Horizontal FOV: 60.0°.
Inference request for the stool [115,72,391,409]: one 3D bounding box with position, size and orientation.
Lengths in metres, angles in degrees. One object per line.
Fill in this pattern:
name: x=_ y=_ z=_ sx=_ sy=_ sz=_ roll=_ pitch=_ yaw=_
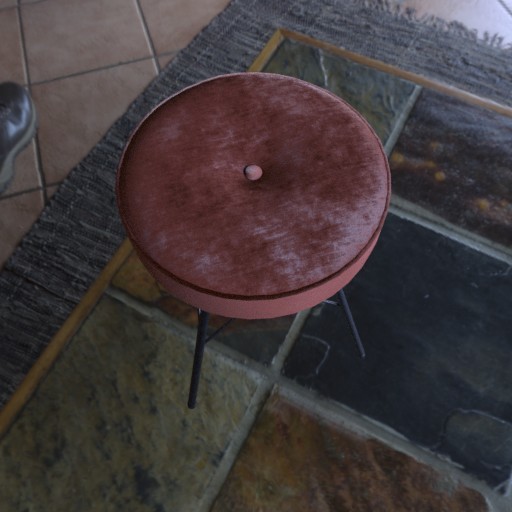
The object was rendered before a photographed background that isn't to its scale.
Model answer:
stool: x=0.000 y=0.000 z=0.907 sx=0.457 sy=0.593 sz=0.421 roll=-14 pitch=65 yaw=-7
